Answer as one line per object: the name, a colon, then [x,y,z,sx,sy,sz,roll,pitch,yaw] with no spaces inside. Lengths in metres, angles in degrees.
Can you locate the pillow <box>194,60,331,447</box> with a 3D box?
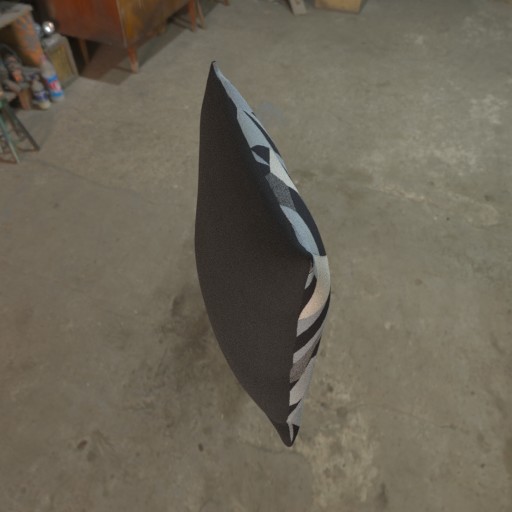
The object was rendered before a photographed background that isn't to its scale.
pillow: [0.000,0.000,0.780,0.208,0.496,0.503,-11,49,-10]
